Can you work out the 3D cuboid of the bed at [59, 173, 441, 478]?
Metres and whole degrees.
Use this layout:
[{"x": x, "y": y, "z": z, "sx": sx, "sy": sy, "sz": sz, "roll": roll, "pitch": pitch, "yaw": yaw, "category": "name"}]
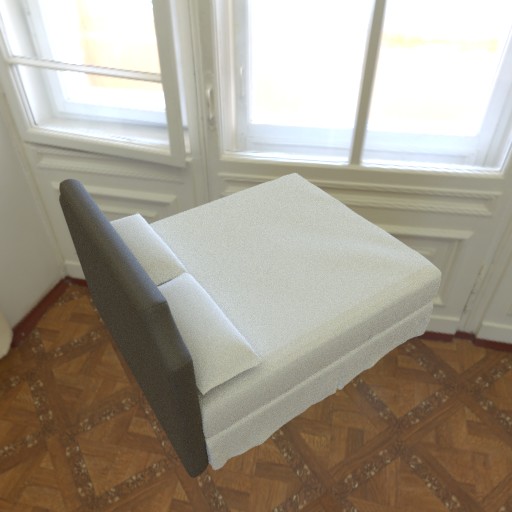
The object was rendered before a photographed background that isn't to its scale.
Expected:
[{"x": 0.000, "y": 0.000, "z": 3.856, "sx": 2.536, "sy": 1.561, "sz": 2.194, "roll": -24, "pitch": 46, "yaw": -25, "category": "bed"}]
